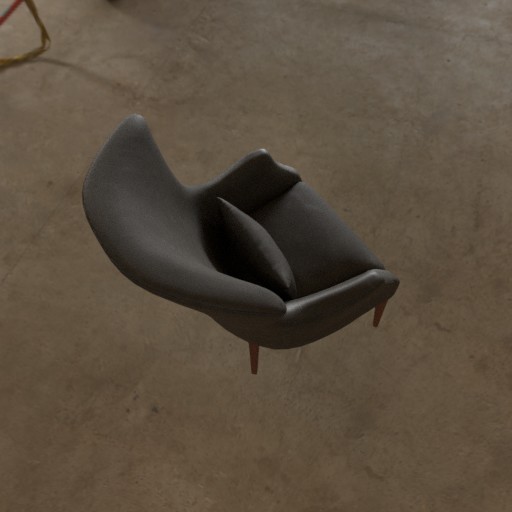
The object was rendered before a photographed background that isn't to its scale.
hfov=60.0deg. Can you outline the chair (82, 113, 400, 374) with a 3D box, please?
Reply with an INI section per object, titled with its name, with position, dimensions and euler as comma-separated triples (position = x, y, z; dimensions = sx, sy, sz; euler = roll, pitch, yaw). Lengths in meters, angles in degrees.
[chair]
position = 0.000, 0.000, 1.691
dimensions = 0.954, 1.068, 0.819
euler = -30, 63, -17
